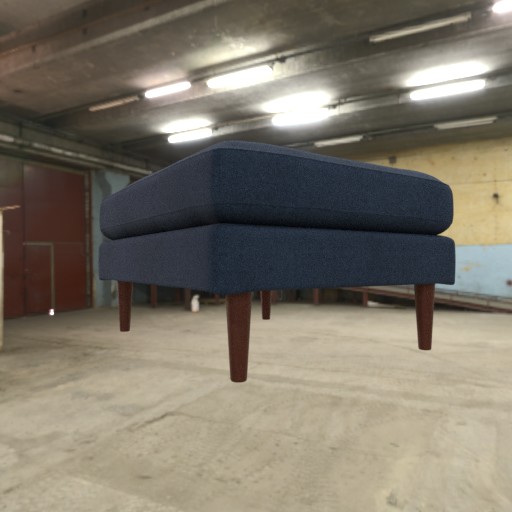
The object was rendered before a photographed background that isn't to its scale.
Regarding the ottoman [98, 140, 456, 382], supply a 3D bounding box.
[{"bbox_3d":[0.000,0.000,1.270,0.693,0.474,0.821,1,-1,-33],"label":"ottoman"}]
